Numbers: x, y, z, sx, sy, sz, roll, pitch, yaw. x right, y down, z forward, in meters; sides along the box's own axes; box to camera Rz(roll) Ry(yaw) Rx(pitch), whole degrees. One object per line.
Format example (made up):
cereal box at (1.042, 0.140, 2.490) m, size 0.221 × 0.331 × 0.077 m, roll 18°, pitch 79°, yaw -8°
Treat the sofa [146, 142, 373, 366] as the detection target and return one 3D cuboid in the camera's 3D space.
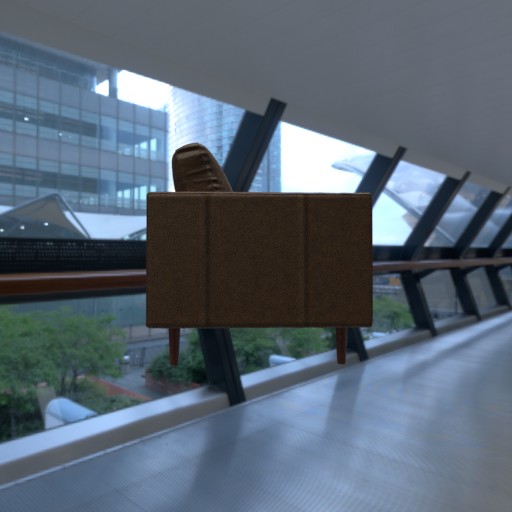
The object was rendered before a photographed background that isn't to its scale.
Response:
sofa at (0.000, 0.000, 2.808) m, size 0.903 × 0.930 × 2.231 m, roll 0°, pitch -1°, yaw -2°
